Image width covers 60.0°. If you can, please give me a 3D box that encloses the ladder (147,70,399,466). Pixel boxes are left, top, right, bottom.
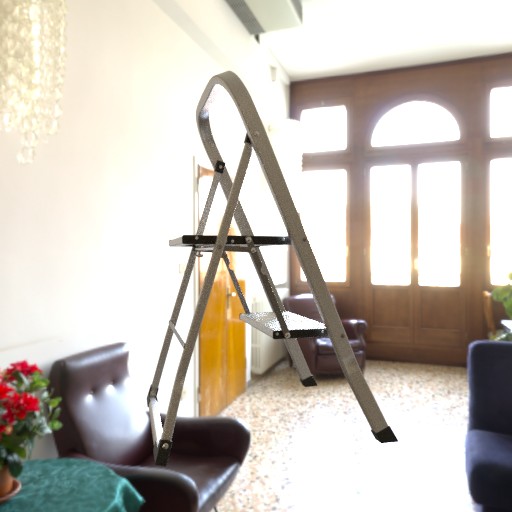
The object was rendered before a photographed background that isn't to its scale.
[{"bbox_3d":[0.000,0.000,1.137,0.530,0.830,0.465,0,0,-16],"label":"ladder"}]
